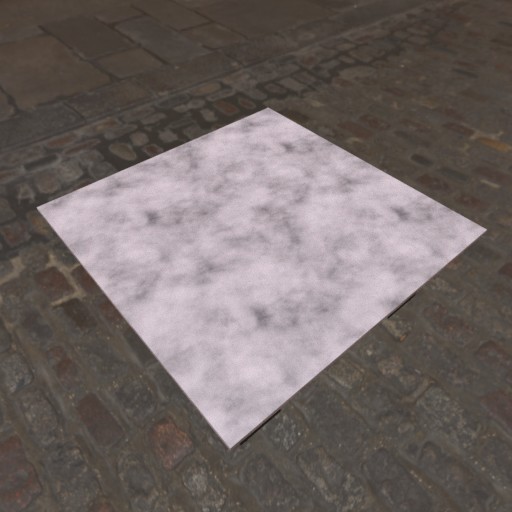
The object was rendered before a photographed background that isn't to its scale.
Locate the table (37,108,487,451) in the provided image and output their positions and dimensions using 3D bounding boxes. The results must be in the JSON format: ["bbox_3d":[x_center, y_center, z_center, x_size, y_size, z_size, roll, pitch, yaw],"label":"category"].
[{"bbox_3d":[0.000,0.000,1.345,0.890,0.305,0.890,-32,54,-27],"label":"table"}]
